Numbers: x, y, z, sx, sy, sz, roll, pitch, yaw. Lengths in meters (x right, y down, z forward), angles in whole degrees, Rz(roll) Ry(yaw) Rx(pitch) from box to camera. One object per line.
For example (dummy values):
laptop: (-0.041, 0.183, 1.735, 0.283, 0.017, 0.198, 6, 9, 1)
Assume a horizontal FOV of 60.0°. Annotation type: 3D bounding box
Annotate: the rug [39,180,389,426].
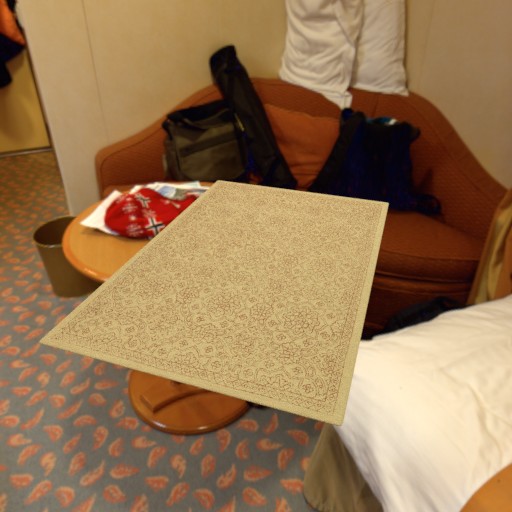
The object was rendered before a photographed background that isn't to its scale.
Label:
rug: (0.000, 0.000, 2.345, 1.219, 0.010, 1.829, 10, 33, 16)
